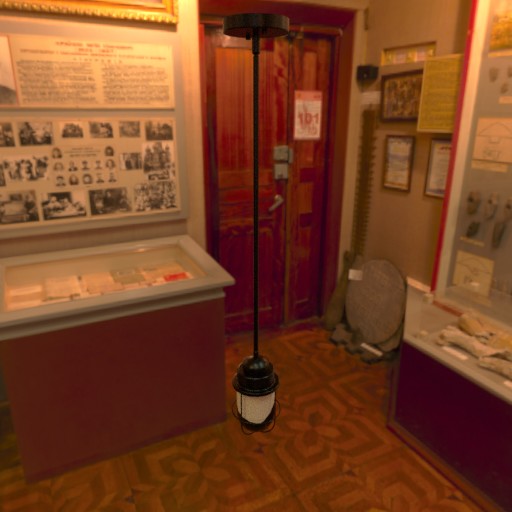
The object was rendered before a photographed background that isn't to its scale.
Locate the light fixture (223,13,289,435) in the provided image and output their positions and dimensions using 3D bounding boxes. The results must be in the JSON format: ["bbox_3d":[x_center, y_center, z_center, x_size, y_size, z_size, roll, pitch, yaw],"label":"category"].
[{"bbox_3d":[0.000,0.000,0.964,0.123,0.920,0.123,-8,20,-24],"label":"light fixture"}]
